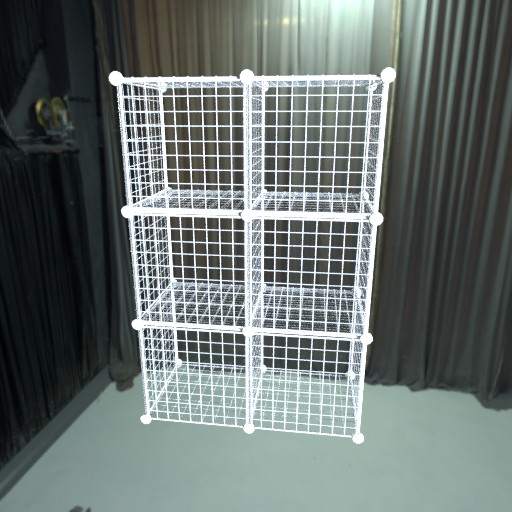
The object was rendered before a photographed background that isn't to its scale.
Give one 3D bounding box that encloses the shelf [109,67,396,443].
[{"bbox_3d":[0.000,0.000,1.412,0.711,1.067,0.356,2,18,7],"label":"shelf"}]
